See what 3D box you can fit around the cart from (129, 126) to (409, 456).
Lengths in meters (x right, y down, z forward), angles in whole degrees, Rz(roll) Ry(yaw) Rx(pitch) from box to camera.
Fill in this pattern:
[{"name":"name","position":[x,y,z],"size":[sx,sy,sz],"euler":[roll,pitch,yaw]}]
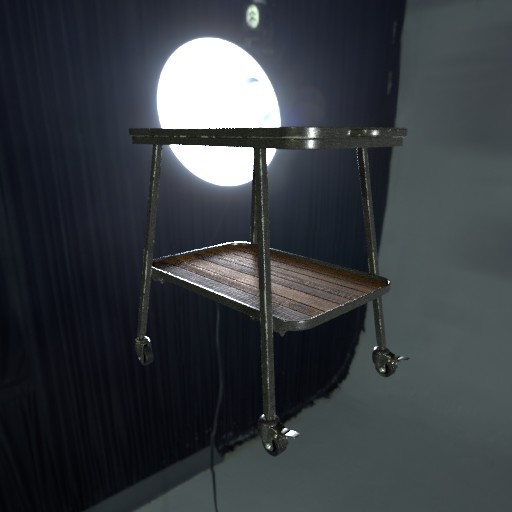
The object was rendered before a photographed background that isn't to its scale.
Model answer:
[{"name":"cart","position":[0.000,0.000,1.264],"size":[0.515,0.700,0.806],"euler":[-15,21,-42]}]
